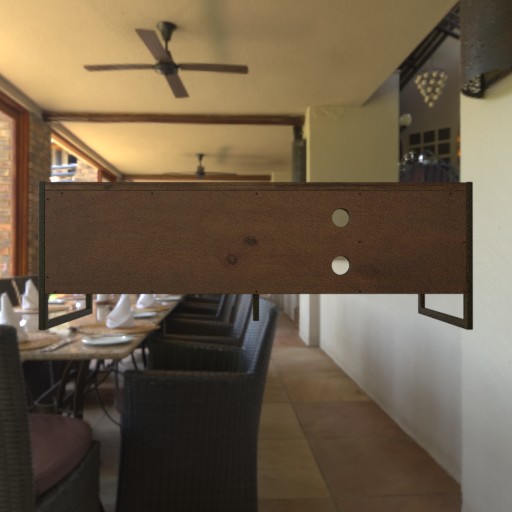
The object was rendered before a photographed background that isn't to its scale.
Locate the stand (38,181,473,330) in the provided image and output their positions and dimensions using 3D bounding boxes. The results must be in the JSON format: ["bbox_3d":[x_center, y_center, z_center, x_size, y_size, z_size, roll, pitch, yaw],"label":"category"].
[{"bbox_3d":[0.000,0.000,1.734,1.480,0.506,0.454,0,0,0],"label":"stand"}]
